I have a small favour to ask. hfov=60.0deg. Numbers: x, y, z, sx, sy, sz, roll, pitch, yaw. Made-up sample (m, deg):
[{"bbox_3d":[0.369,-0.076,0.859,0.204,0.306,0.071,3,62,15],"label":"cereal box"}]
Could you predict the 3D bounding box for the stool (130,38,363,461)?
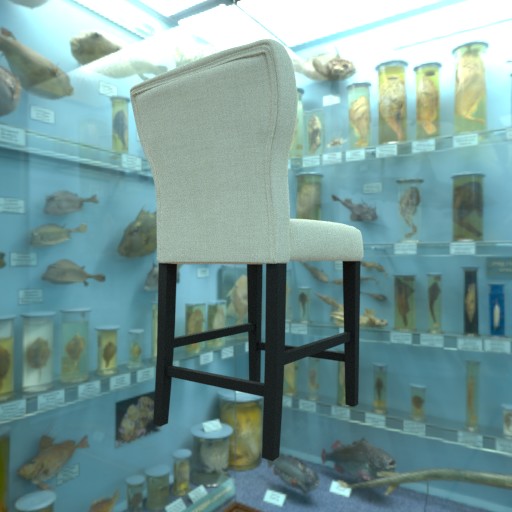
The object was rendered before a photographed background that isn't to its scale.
[{"bbox_3d":[0.000,0.000,1.341,0.514,0.972,0.603,0,-1,35],"label":"stool"}]
